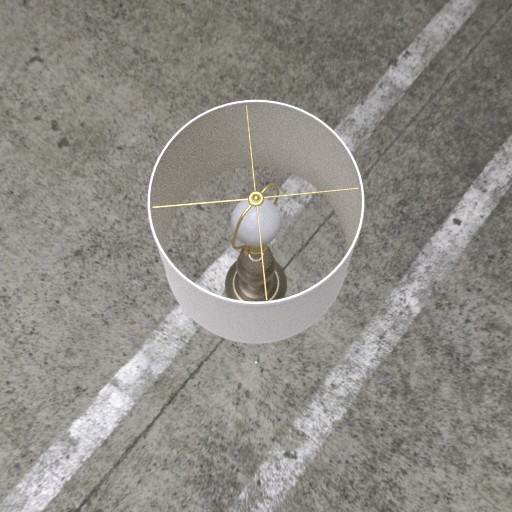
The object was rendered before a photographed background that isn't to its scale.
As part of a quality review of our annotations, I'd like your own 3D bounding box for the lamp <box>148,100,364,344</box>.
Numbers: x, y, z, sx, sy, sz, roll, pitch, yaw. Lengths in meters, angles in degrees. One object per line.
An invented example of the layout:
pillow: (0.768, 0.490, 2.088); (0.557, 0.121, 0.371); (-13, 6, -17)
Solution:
lamp: (0.000, 0.000, 0.835); (0.328, 0.619, 0.328); (0, 76, 0)
